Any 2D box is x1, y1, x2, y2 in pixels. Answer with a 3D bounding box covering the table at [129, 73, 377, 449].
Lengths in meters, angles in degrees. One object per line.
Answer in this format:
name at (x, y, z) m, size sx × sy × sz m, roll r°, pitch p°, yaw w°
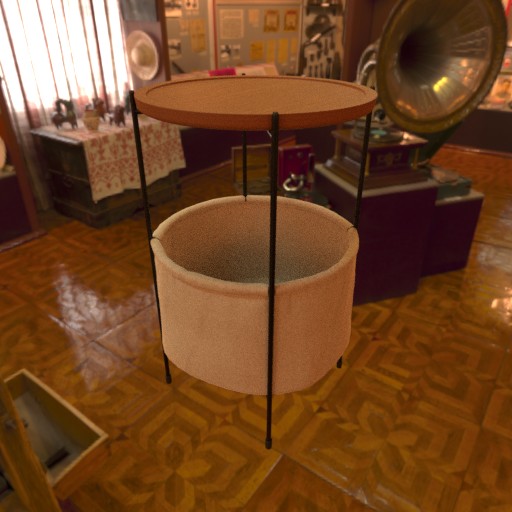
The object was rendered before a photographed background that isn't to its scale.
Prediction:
table at (0.000, 0.000, 0.871) m, size 0.393 × 0.623 × 0.393 m, roll 21°, pitch 35°, yaw 32°
